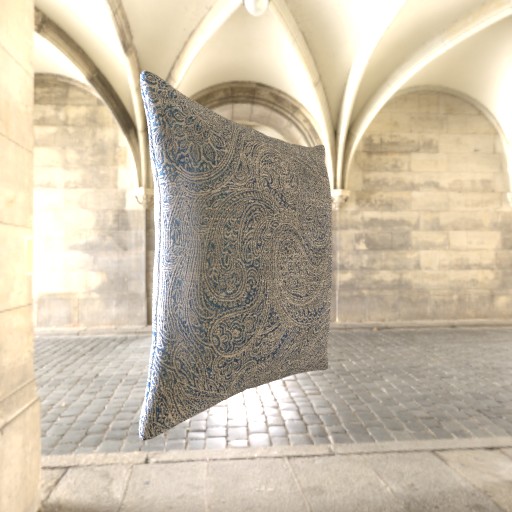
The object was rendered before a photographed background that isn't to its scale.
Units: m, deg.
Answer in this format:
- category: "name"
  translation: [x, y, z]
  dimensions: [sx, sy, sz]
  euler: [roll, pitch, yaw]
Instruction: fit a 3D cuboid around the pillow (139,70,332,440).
- category: "pillow"
  translation: [0.000, 0.000, 0.805]
  dimensions: [0.166, 0.510, 0.523]
  euler: [0, -1, 37]
